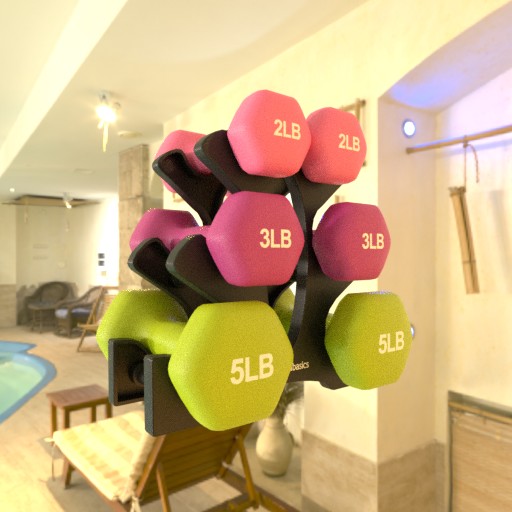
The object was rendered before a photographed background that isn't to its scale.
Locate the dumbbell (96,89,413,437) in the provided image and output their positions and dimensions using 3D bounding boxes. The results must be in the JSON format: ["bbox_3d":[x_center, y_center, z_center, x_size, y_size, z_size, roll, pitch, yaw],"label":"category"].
[{"bbox_3d":[0.000,0.000,0.432,0.257,0.261,0.203,0,0,-37],"label":"dumbbell"}]
